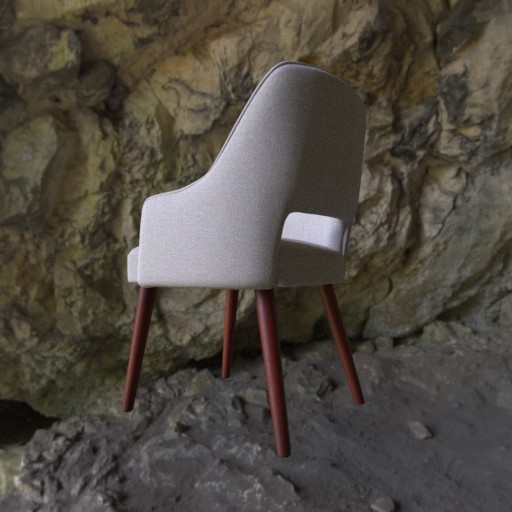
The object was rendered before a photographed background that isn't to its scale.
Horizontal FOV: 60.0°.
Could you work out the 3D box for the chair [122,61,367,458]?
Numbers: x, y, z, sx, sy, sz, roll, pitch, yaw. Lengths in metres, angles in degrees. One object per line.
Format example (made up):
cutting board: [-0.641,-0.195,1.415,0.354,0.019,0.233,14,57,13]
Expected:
chair: [0.000,0.000,1.224,0.580,0.840,0.560,-1,-1,35]
